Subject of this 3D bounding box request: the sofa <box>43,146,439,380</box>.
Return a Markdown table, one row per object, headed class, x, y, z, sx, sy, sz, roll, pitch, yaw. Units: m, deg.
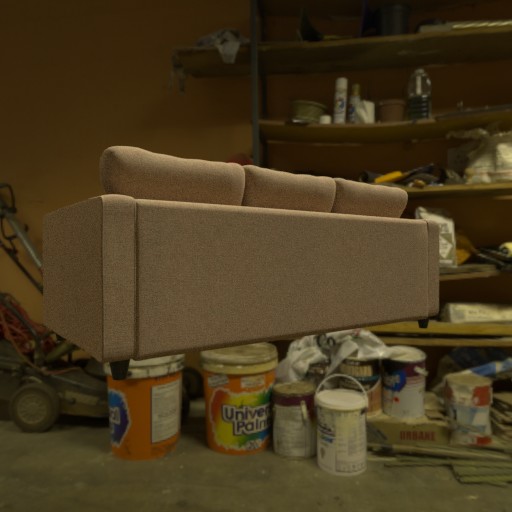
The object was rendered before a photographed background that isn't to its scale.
| class | x | y | z | sx | sy | sz | roll | pitch | yaw |
| --- | --- | --- | --- | --- | --- | --- | --- | --- | --- |
| sofa | 0.000 | 0.000 | 2.284 | 1.855 | 0.800 | 0.930 | 0 | 0 | -36 |
